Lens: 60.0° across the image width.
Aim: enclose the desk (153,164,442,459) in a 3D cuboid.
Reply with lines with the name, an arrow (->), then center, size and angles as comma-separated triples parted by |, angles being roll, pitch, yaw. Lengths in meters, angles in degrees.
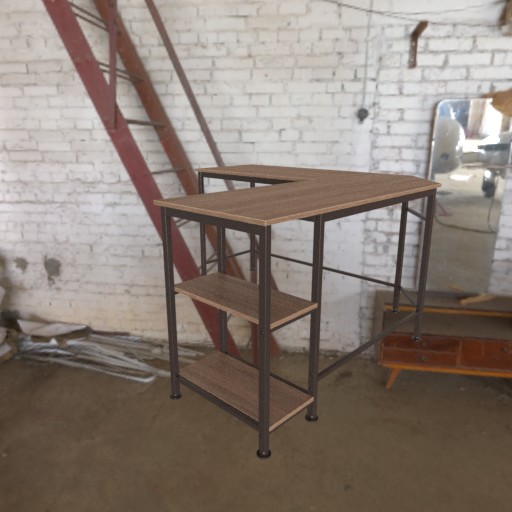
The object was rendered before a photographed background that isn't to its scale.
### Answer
desk -> 0.000, 0.000, 2.167 | 1.379, 0.739, 1.379 | 15, 21, 42
